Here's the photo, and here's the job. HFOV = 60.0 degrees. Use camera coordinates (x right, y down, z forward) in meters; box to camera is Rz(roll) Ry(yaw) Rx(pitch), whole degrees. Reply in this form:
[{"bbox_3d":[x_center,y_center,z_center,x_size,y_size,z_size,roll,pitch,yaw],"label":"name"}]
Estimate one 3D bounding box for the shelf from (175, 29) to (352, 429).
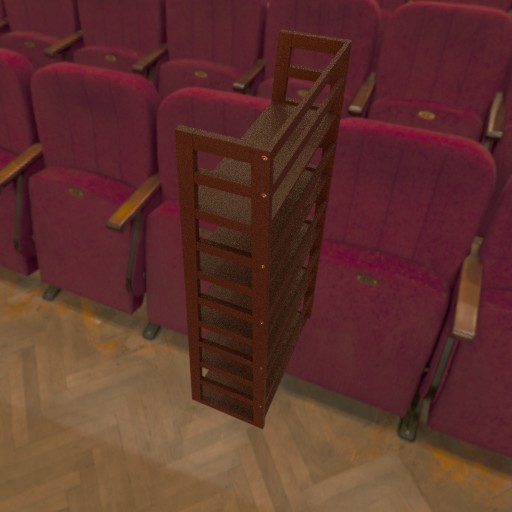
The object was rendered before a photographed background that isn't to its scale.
[{"bbox_3d":[0.000,0.000,1.928,0.403,1.600,0.763,17,48,16],"label":"shelf"}]
